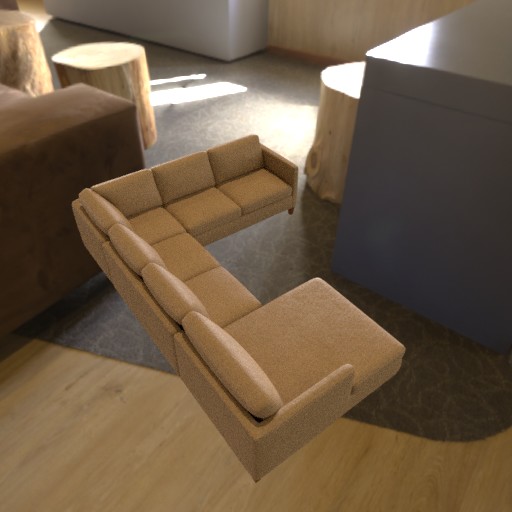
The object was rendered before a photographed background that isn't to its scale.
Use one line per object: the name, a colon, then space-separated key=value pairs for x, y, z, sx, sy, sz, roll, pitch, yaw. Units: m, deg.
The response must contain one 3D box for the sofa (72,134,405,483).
sofa: x=0.000 y=0.000 z=4.511 sx=2.551 sy=0.889 sz=3.403 roll=-26 pitch=47 yaw=-27
